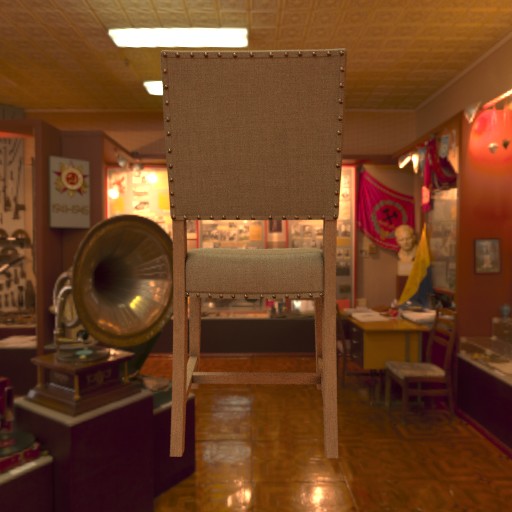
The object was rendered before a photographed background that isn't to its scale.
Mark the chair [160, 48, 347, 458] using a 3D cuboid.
[{"bbox_3d":[0.000,0.000,1.329,0.508,0.986,0.622,0,2,1],"label":"chair"}]
